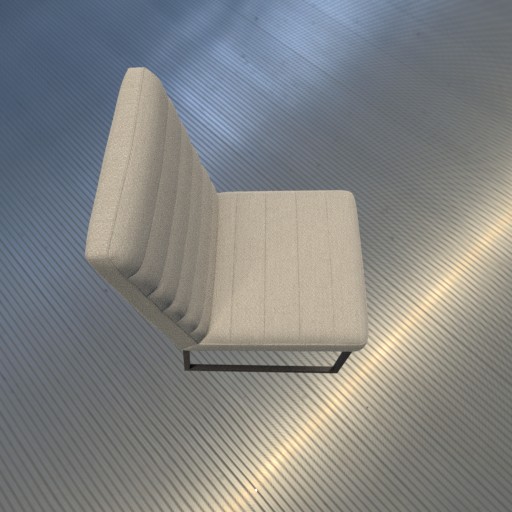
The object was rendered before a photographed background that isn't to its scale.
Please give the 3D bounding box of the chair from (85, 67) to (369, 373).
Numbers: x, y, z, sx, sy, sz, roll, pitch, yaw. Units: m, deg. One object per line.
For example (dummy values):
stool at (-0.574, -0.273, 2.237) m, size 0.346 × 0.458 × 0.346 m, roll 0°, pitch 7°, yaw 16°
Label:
chair at (0.000, 0.000, 1.307) m, size 0.634 × 0.930 × 0.520 m, roll 1°, pitch 62°, yaw 0°
